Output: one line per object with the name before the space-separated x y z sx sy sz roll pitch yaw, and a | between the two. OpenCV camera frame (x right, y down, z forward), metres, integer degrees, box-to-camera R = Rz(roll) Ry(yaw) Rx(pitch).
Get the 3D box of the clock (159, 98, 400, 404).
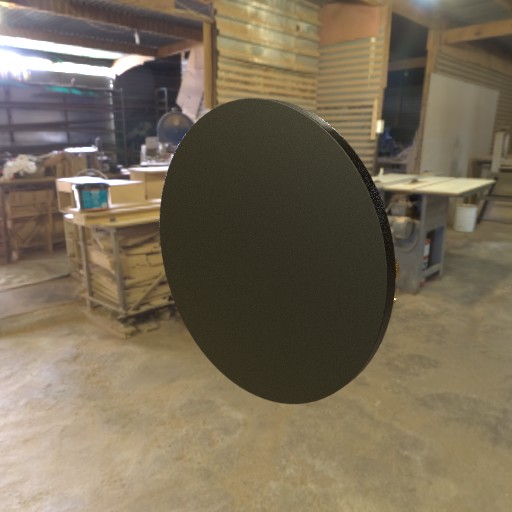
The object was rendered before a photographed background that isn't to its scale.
clock | 0.000 0.000 0.677 0.454 0.454 0.038 14 21 42
